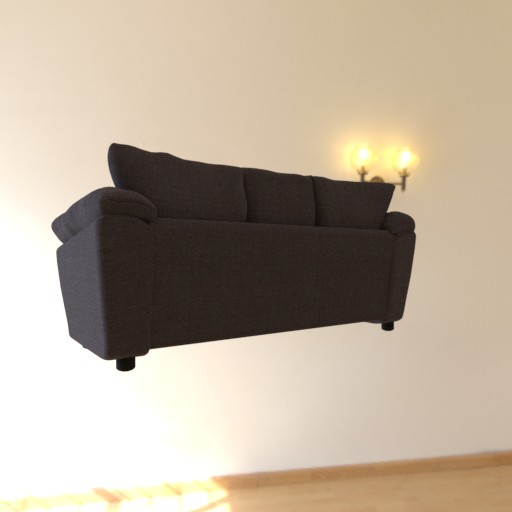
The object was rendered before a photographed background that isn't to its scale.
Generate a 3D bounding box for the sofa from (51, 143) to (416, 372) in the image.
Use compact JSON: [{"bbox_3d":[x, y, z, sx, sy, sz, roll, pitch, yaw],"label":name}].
[{"bbox_3d":[0.000,0.000,2.884,2.336,1.080,0.883,0,0,-35],"label":"sofa"}]
